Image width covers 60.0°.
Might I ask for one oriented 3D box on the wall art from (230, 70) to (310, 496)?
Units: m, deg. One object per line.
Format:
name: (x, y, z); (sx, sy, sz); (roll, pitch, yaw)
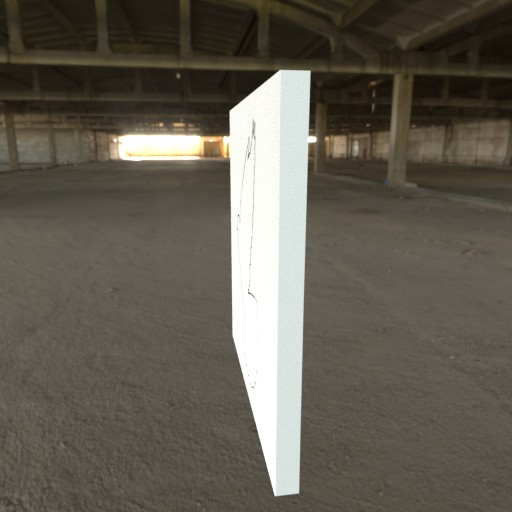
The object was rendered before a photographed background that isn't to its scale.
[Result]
wall art: (0.000, 0.000, 0.902); (0.038, 0.610, 0.610); (-2, 14, -9)
